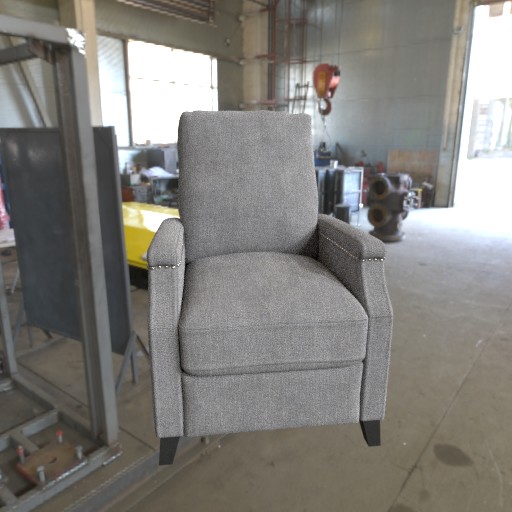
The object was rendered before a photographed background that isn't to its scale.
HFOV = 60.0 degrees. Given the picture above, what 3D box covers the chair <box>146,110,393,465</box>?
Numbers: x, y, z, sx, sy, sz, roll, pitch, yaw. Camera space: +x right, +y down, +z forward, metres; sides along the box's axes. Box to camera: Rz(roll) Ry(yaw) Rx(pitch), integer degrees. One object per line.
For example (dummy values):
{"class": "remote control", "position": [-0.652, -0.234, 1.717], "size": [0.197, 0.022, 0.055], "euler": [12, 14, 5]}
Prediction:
{"class": "chair", "position": [0.000, 0.000, 1.621], "size": [0.710, 1.049, 0.922], "euler": [-2, 15, -7]}
